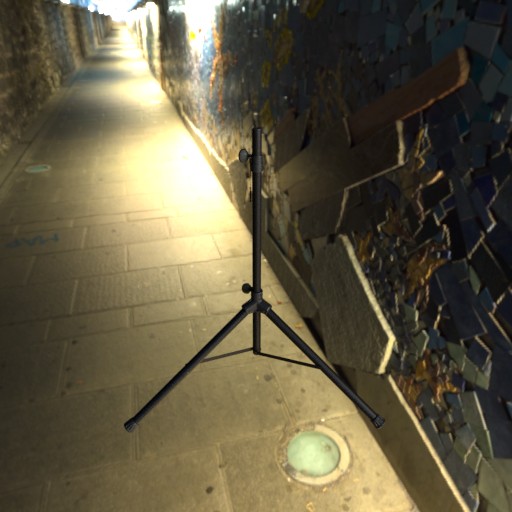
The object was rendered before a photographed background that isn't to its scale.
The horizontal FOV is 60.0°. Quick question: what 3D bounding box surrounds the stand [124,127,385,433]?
[{"bbox_3d":[0.000,0.000,1.879,1.045,1.136,0.907,0,29,0],"label":"stand"}]
